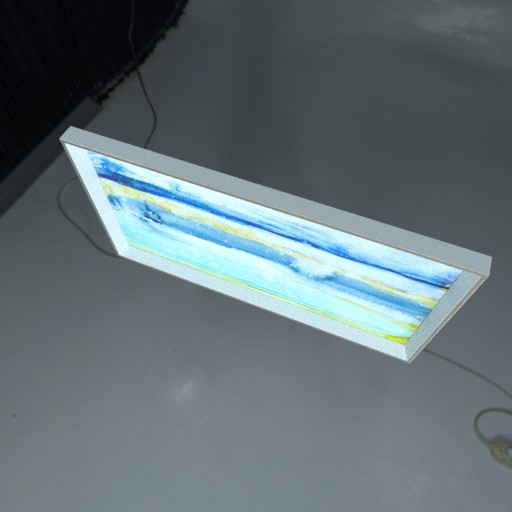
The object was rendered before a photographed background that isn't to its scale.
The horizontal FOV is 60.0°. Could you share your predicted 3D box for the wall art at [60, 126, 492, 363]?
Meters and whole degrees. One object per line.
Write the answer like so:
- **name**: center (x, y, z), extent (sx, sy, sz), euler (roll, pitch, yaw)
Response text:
- **wall art**: center (0.000, 0.000, 0.974), extent (0.812, 0.431, 0.038), euler (19, 60, 12)
